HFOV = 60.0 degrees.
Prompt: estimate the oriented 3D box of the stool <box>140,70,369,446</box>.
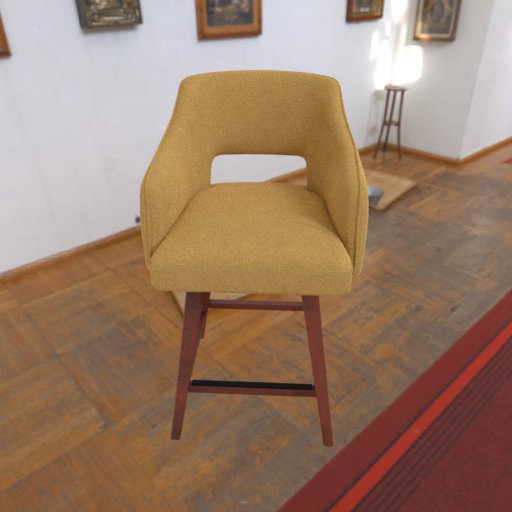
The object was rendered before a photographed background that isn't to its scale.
[{"bbox_3d":[0.000,0.000,1.266,0.548,0.924,0.558,1,30,3],"label":"stool"}]
